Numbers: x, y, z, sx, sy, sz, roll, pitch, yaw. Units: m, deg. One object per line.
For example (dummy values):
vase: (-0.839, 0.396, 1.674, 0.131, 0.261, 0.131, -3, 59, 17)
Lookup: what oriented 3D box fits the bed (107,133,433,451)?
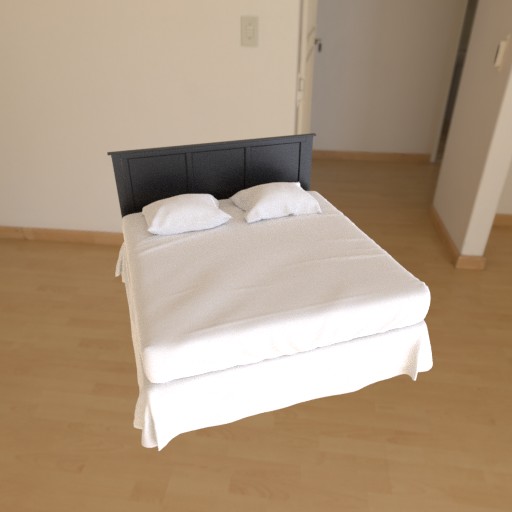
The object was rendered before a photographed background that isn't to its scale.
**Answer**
bed: (0.000, 0.000, 3.622, 2.315, 1.271, 2.219, -9, 32, -15)
